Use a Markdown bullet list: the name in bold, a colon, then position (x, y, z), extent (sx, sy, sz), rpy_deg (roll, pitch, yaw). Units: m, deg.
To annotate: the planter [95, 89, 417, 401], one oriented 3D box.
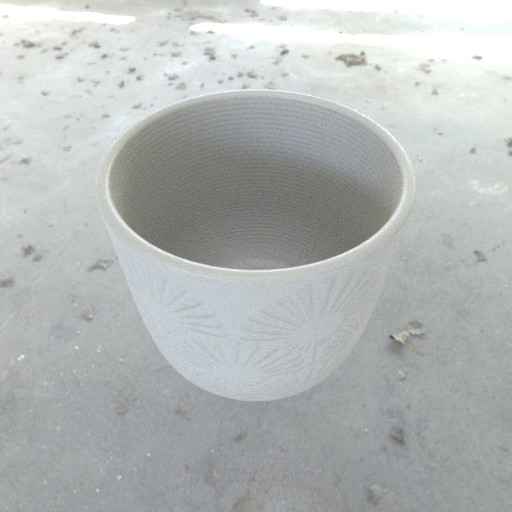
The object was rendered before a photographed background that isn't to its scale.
- **planter**: position (0.000, 0.000, 0.214), extent (0.124, 0.109, 0.124), rpy_deg (0, 46, 0)
